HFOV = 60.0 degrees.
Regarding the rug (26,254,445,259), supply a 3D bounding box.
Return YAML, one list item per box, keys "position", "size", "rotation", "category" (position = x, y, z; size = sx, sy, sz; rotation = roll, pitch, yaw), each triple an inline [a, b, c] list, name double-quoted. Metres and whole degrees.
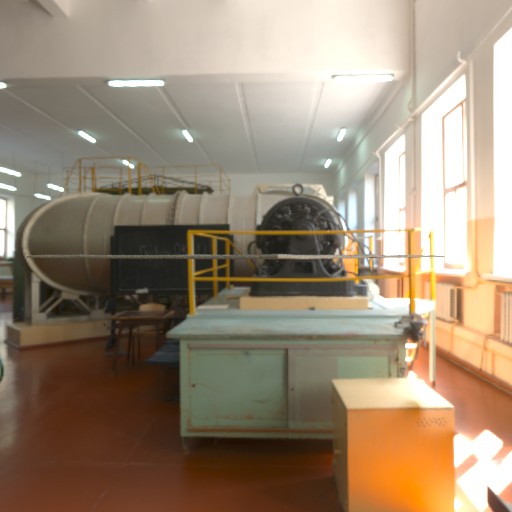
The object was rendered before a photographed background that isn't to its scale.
- position: [0.000, 0.000, 0.878]
  size: [0.548, 0.006, 0.639]
  rotation: [0, 0, 38]
  category: "rug"
